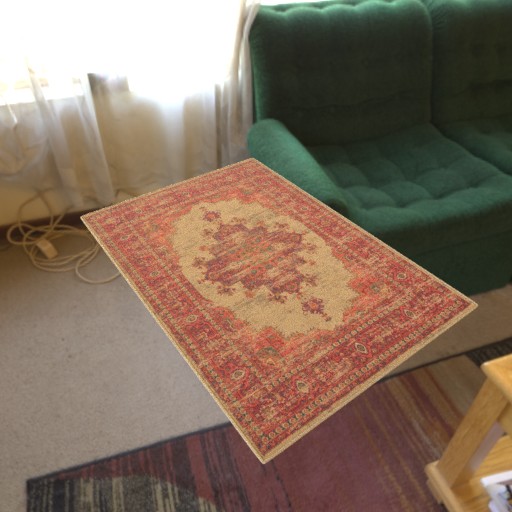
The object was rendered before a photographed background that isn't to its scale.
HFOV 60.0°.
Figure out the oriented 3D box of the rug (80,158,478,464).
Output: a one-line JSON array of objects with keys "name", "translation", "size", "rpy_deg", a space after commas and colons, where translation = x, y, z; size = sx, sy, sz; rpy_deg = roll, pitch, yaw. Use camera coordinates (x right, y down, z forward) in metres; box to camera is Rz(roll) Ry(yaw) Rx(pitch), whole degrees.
[{"name": "rug", "translation": [0.000, 0.000, 2.891], "size": [1.555, 0.011, 2.232], "rpy_deg": [-25, 46, -27]}]
